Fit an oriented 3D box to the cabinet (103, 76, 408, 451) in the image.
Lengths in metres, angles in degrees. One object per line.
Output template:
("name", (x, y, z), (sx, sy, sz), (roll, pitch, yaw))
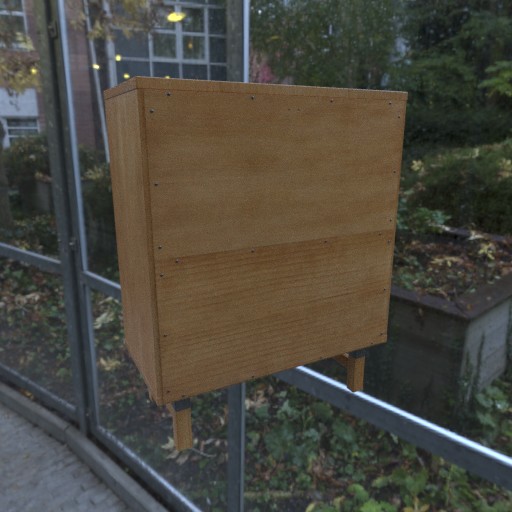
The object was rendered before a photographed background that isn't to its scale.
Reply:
("cabinet", (0.000, 0.000, 1.436), (0.800, 1.001, 0.419), (-8, 17, -27))
